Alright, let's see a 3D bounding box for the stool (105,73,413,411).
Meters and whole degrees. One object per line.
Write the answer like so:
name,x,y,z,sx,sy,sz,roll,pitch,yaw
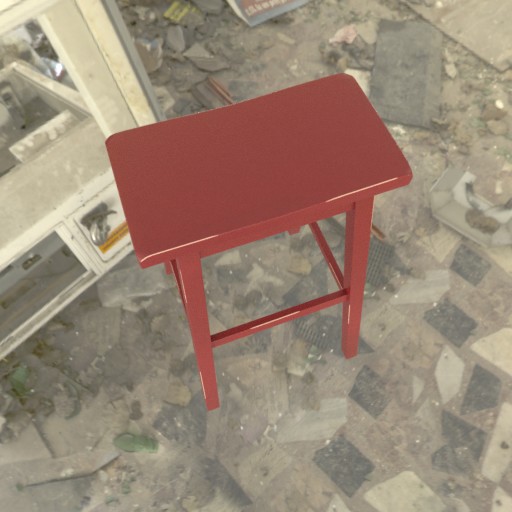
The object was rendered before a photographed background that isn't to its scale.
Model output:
stool,0.000,0.000,1.038,0.457,0.737,0.476,-18,65,-9
